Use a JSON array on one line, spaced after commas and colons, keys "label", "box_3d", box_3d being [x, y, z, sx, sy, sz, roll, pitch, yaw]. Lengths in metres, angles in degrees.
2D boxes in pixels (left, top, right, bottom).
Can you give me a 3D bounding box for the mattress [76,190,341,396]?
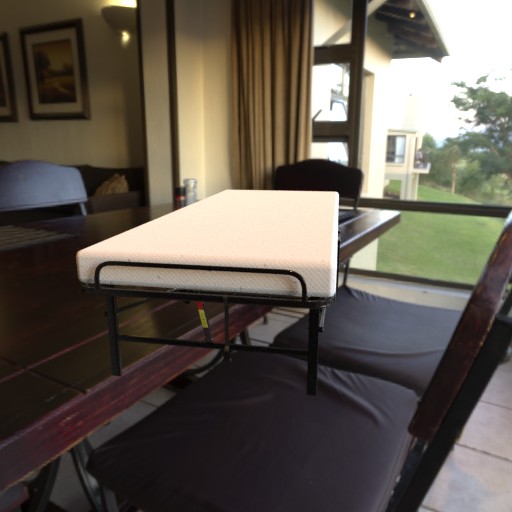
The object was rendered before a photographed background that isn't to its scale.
[{"label": "mattress", "box_3d": [0.000, 0.000, 2.488, 0.922, 0.519, 2.153, 3, 15, 10]}]
